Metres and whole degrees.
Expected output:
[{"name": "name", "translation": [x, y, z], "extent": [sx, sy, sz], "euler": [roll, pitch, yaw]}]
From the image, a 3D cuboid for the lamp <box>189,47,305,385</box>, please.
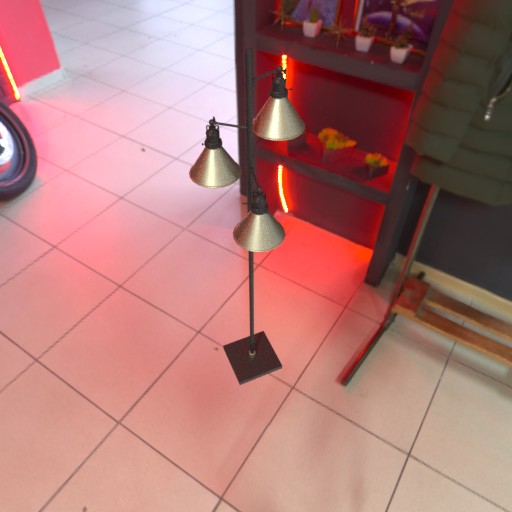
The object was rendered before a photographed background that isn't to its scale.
[{"name": "lamp", "translation": [0.000, 0.000, 1.899], "extent": [0.428, 1.716, 0.415], "euler": [-18, 49, -16]}]
